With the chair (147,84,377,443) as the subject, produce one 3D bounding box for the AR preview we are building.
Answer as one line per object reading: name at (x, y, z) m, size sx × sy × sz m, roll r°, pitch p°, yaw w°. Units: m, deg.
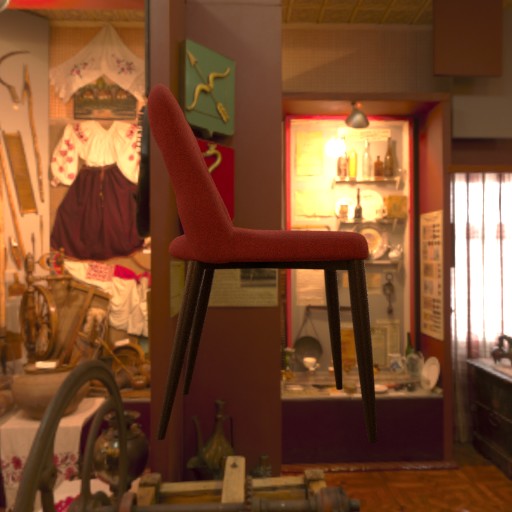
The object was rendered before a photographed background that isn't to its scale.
chair at (0.000, 0.000, 1.249) m, size 0.569 × 0.892 × 0.483 m, roll 0°, pitch 0°, yaw 0°
